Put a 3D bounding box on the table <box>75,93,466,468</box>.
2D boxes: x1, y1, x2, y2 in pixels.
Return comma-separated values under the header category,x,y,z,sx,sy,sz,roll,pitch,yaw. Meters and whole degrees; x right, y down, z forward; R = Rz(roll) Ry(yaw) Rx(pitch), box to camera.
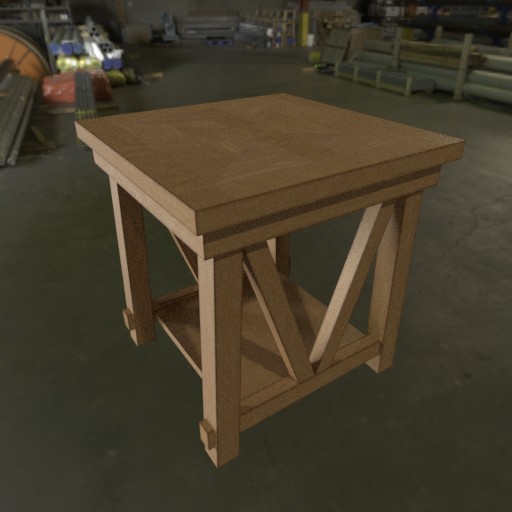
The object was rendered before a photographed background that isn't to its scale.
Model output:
category,x,y,z,sx,sy,sz,roll,pitch,yaw
table,0.000,0.000,1.126,0.612,0.638,0.610,-19,35,-29
